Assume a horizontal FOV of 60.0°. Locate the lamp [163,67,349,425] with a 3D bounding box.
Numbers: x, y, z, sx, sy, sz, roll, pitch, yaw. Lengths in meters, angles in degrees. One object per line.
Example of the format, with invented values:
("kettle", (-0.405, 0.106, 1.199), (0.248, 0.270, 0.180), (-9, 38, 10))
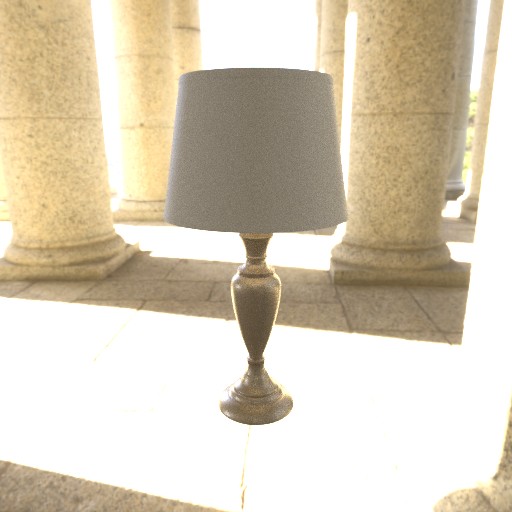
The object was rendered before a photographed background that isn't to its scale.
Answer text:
("lamp", (0.000, 0.000, 0.819), (0.328, 0.612, 0.328), (0, 15, 0))
